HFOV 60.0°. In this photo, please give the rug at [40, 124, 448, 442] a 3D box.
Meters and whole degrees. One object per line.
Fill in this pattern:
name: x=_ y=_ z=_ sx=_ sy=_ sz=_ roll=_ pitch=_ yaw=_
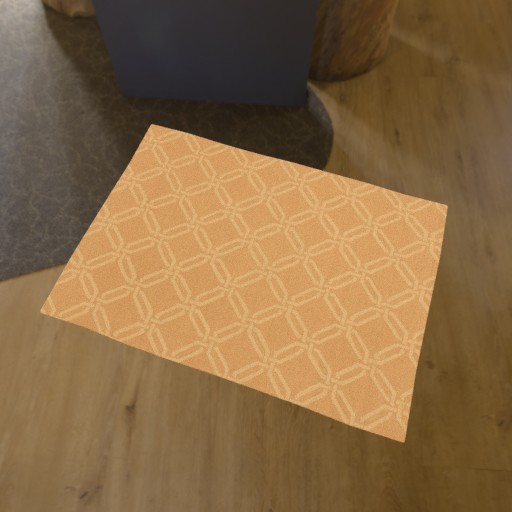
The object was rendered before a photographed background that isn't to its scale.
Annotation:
rug: x=0.000 y=0.000 z=2.717 sx=2.135 sy=0.013 sz=1.524 roll=17 pitch=65 yaw=8
